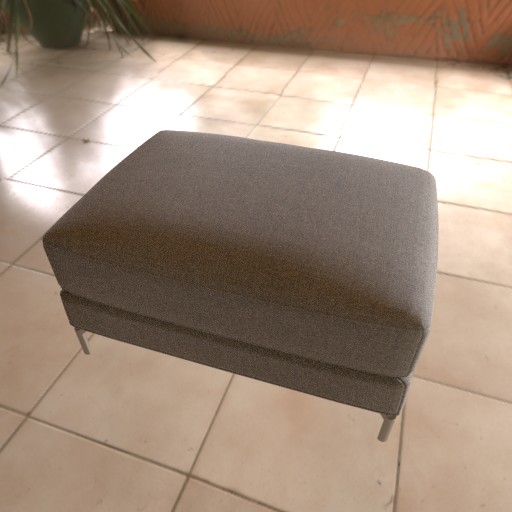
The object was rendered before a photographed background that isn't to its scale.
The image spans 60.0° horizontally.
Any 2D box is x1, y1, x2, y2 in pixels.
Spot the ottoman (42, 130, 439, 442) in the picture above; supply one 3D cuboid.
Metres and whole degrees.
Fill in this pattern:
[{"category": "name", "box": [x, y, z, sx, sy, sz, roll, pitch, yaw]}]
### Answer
[{"category": "ottoman", "box": [0.000, 0.000, 1.156, 0.838, 0.457, 0.584, 12, 42, 13]}]
